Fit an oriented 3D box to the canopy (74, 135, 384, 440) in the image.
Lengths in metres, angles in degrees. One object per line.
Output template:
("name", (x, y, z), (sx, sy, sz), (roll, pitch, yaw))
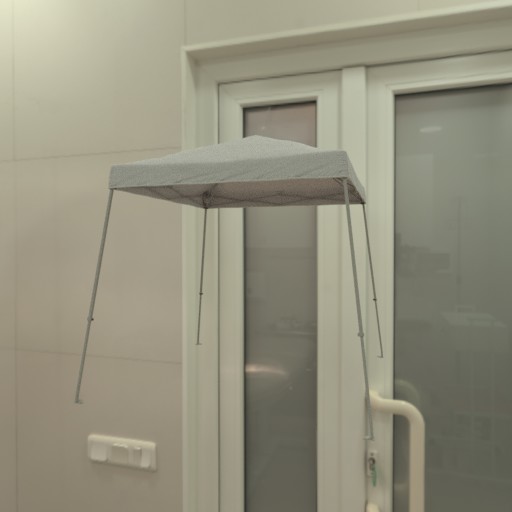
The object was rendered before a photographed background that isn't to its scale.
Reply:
("canopy", (0.000, 0.000, 5.249), (2.848, 2.849, 2.849), (0, 1, 17))
